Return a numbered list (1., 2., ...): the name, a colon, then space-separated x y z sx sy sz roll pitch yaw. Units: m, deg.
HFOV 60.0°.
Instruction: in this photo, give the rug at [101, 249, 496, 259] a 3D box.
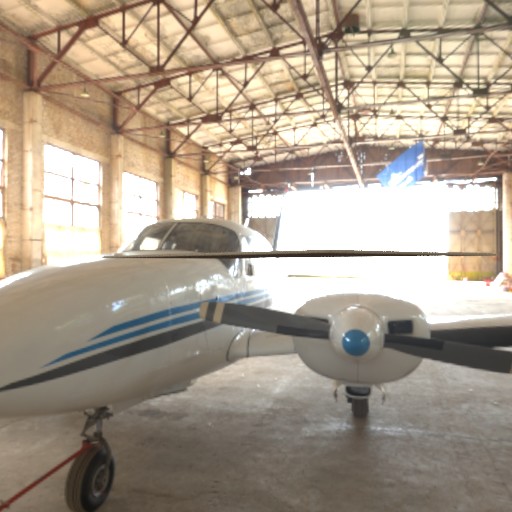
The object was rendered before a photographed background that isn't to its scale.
1. rug: 0.000 0.000 1.425 0.604 0.007 1.219 1 -1 -37
